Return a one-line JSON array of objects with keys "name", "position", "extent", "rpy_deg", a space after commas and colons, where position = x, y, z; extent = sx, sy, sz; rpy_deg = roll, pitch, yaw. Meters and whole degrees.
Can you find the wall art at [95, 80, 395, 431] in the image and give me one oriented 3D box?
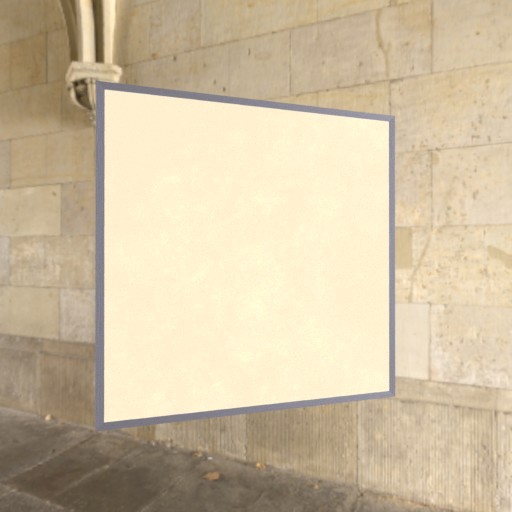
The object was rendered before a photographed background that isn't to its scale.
[{"name": "wall art", "position": [0.000, 0.000, 0.444], "extent": [0.302, 0.300, 0.036], "rpy_deg": [0, 0, -18]}]
